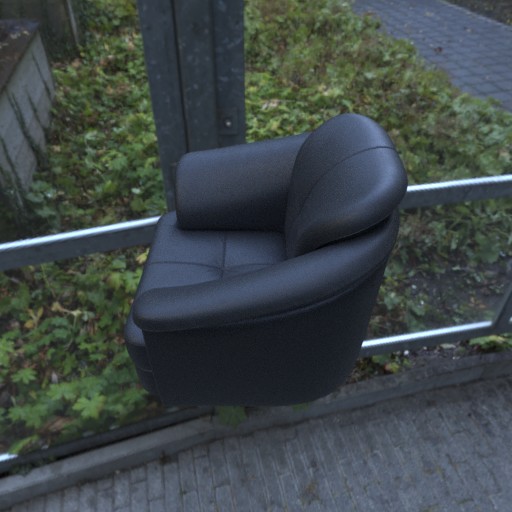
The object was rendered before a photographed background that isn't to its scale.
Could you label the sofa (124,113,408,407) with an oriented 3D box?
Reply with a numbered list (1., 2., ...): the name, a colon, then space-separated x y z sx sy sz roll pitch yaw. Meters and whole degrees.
1. sofa: 0.000 0.000 1.492 0.794 0.811 0.870 1 41 1
